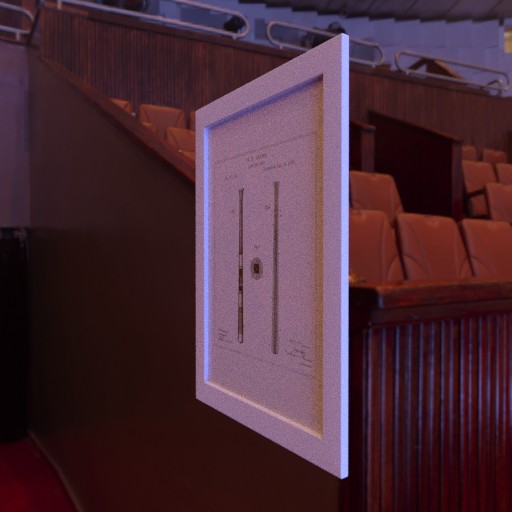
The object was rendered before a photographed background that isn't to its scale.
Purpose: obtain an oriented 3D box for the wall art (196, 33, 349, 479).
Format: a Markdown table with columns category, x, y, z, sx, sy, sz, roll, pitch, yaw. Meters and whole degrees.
| category | x | y | z | sx | sy | sz | roll | pitch | yaw |
| --- | --- | --- | --- | --- | --- | --- | --- | --- | --- |
| wall art | 0.000 | 0.000 | 0.614 | 0.011 | 0.482 | 0.329 | 0 | 1 | -36 |
